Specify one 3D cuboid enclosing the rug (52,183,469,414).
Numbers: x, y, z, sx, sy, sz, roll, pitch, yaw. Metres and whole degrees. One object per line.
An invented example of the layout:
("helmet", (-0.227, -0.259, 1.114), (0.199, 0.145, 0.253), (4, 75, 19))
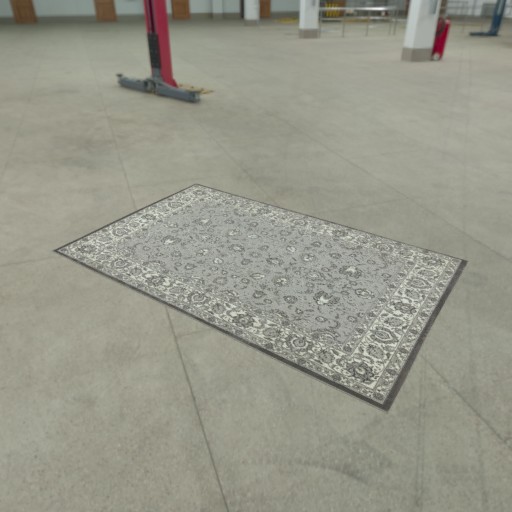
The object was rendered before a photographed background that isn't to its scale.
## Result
("rug", (0.000, 0.000, 3.040), (2.438, 0.011, 1.524), (20, 36, 29))
